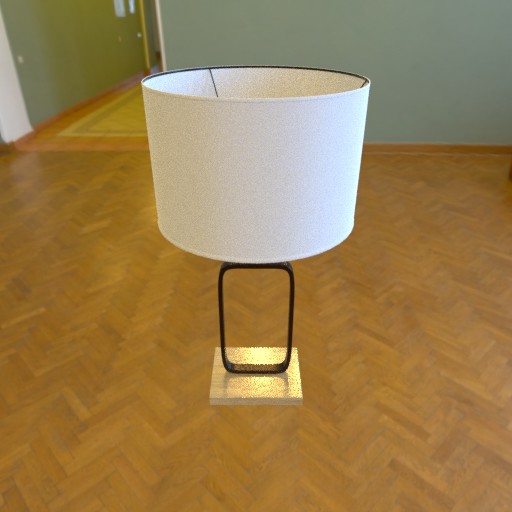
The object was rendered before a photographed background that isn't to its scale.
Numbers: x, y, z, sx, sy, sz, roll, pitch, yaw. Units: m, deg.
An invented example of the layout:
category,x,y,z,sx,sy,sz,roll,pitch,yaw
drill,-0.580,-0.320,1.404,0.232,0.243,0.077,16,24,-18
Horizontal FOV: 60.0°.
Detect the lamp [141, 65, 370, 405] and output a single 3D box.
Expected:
category,x,y,z,sx,sy,sz,roll,pitch,yaw
lamp,0.000,0.000,0.677,0.279,0.508,0.279,0,29,0
